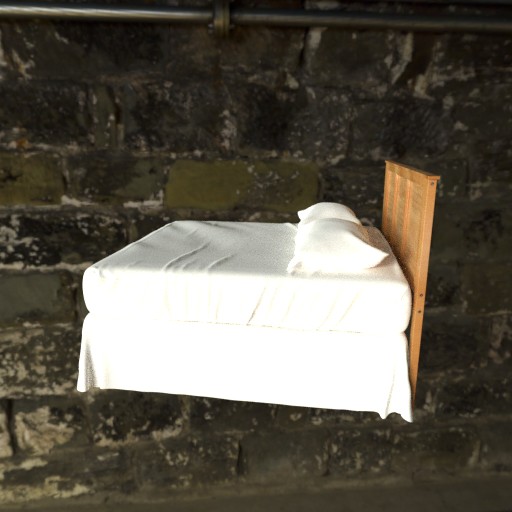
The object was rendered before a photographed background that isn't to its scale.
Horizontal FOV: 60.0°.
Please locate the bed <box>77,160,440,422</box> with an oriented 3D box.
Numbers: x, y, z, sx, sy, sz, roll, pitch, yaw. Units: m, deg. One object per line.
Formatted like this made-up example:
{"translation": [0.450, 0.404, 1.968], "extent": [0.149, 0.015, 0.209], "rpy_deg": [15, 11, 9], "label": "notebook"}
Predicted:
{"translation": [0.000, 0.000, 3.157], "extent": [2.035, 1.273, 1.870], "rpy_deg": [2, 15, 9], "label": "bed"}
